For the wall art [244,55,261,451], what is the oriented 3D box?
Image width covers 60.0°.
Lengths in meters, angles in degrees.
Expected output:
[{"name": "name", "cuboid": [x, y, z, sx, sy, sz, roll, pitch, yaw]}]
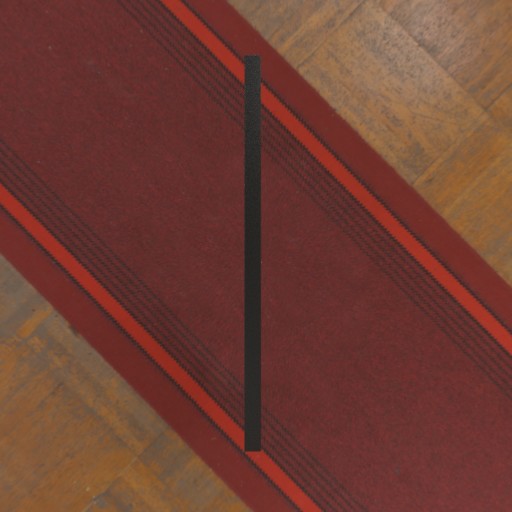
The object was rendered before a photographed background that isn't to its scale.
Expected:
[{"name": "wall art", "cuboid": [0.000, 0.000, 0.555, 0.013, 0.432, 0.304, 0, 89, 1]}]
